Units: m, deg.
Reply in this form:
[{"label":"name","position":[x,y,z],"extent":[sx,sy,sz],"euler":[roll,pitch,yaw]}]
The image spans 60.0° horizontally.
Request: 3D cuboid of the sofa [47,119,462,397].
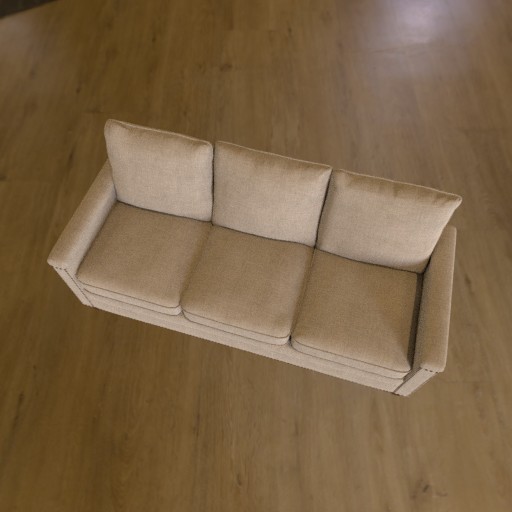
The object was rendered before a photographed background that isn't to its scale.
[{"label":"sofa","position":[0.000,0.000,2.342],"extent":[1.925,0.959,0.828],"euler":[14,61,8]}]
